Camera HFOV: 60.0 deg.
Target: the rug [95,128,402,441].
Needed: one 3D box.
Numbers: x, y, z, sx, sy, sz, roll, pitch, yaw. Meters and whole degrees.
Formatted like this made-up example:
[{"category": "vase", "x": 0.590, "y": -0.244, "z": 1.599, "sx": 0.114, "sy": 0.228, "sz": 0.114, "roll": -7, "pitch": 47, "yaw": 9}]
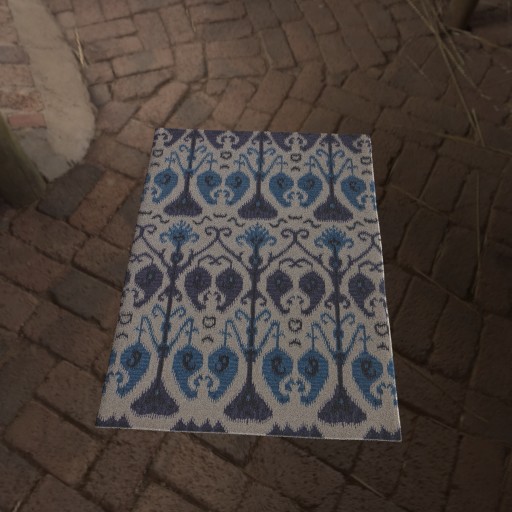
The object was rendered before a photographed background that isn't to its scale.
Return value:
[{"category": "rug", "x": 0.000, "y": 0.000, "z": 4.278, "sx": 2.443, "sy": 0.024, "sz": 3.228, "roll": 2, "pitch": 62, "yaw": 1}]
